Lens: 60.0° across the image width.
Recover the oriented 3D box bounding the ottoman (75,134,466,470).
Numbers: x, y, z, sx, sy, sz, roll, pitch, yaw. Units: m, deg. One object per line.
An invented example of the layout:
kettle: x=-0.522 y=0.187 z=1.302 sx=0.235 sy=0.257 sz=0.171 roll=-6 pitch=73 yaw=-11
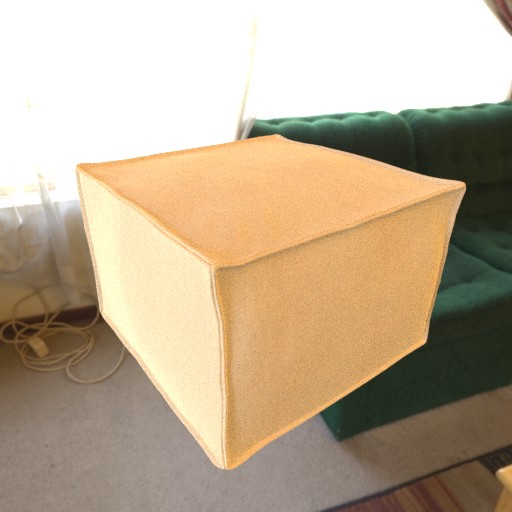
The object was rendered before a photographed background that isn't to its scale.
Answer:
ottoman: x=0.000 y=0.000 z=1.147 sx=0.696 sy=0.470 sz=0.707 roll=-19 pitch=33 yaw=-32
